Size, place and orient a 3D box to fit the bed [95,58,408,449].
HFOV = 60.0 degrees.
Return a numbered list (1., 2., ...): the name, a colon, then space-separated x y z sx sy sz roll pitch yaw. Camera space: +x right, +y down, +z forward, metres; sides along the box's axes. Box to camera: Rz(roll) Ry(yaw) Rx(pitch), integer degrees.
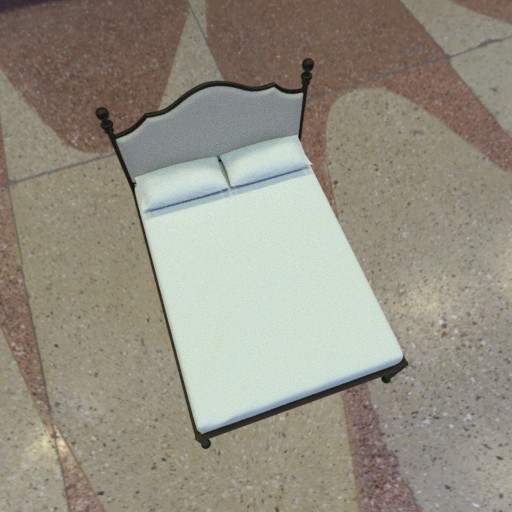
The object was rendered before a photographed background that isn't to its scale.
1. bed: 0.000 0.000 3.375 1.642 1.499 2.224 -17 64 -8
